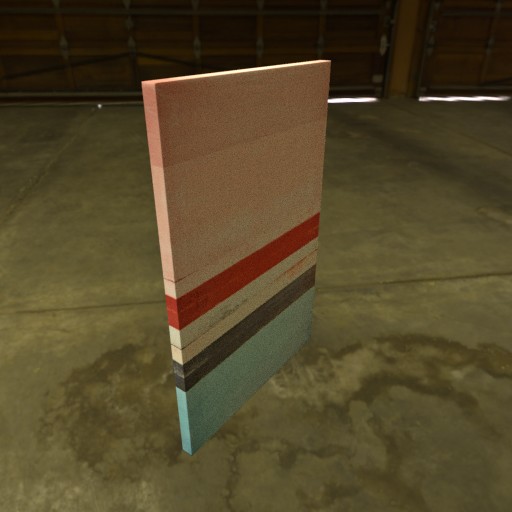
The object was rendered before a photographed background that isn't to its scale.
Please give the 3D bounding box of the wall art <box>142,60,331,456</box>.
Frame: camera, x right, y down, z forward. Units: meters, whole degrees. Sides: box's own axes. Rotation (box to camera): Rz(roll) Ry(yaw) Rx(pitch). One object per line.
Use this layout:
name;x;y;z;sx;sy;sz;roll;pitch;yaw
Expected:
wall art;0.000;0.000;1.172;0.038;0.914;0.610;19;33;32
